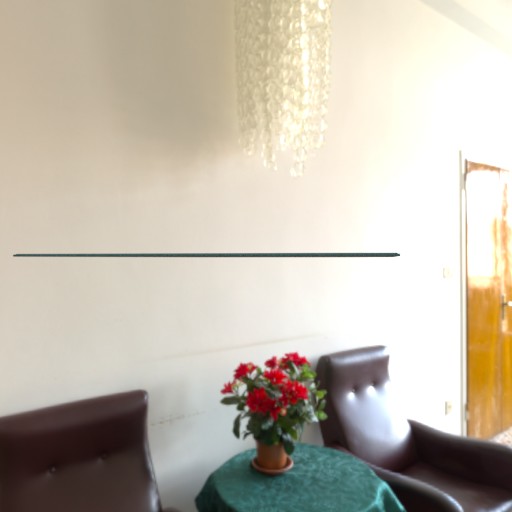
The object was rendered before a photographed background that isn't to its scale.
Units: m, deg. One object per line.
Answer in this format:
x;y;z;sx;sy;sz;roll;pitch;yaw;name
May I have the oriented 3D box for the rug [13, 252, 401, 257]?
0.000;0.000;3.905;2.350;0.018;2.964;0;0;17;rug
